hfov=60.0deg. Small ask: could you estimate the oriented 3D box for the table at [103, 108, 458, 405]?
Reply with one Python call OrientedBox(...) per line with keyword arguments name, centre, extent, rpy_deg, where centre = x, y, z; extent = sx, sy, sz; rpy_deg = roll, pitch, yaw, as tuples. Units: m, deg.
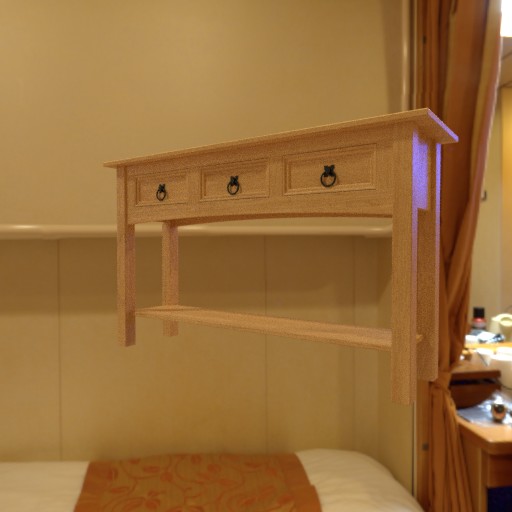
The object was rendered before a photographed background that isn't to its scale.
OrientedBox(name="table", centre=(0.000, 0.000, 1.555), extent=(1.240, 0.730, 0.350), rpy_deg=(1, 2, 35))
